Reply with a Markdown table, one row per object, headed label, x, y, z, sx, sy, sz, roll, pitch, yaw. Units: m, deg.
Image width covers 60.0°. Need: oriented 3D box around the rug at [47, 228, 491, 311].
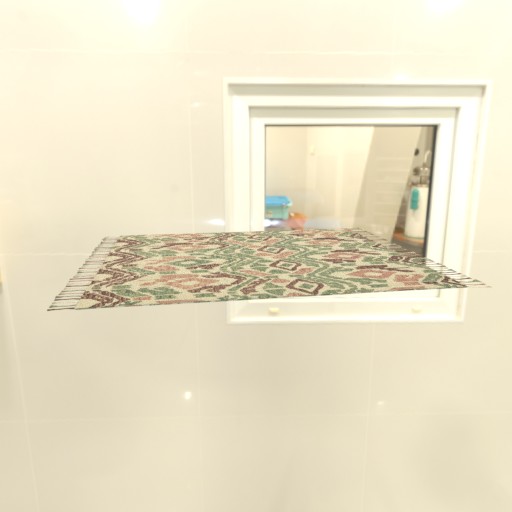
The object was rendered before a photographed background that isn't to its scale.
| label | x | y | z | sx | sy | sz | roll | pitch | yaw |
| --- | --- | --- | --- | --- | --- | --- | --- | --- | --- |
| rug | 0.000 | 0.000 | 4.092 | 3.048 | 0.010 | 2.438 | -2 | 14 | -10 |
